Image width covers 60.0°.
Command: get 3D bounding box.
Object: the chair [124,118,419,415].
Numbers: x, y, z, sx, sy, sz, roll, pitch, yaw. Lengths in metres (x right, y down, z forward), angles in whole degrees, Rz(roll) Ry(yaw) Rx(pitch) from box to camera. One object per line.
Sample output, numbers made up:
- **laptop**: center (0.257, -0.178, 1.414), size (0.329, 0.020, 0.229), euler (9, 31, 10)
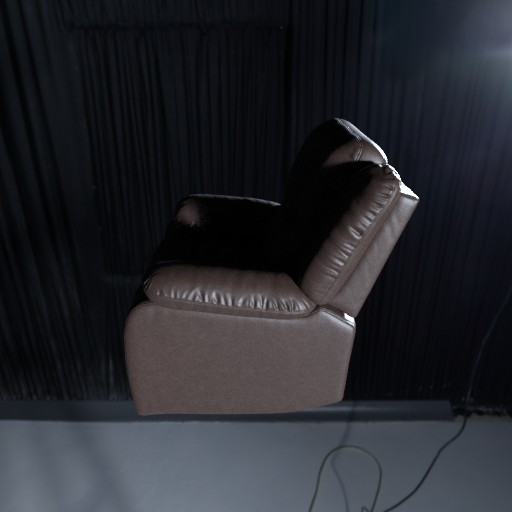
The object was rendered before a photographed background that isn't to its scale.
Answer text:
- **chair**: center (0.000, 0.000, 1.768), size (0.934, 1.009, 0.899), euler (0, 26, 0)
